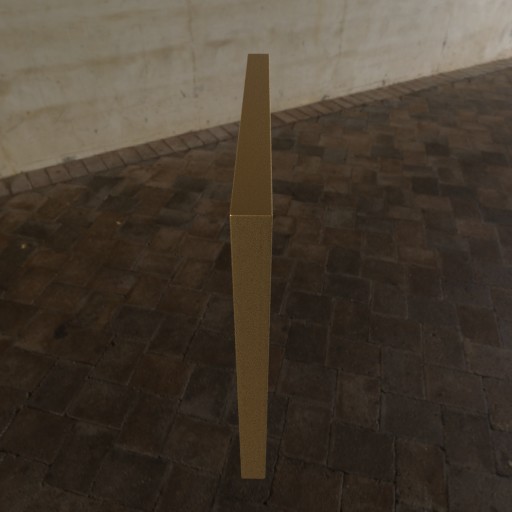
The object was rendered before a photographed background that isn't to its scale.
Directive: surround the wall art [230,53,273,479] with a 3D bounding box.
[{"bbox_3d":[0.000,0.000,0.449,0.023,0.305,0.305,1,39,1],"label":"wall art"}]
